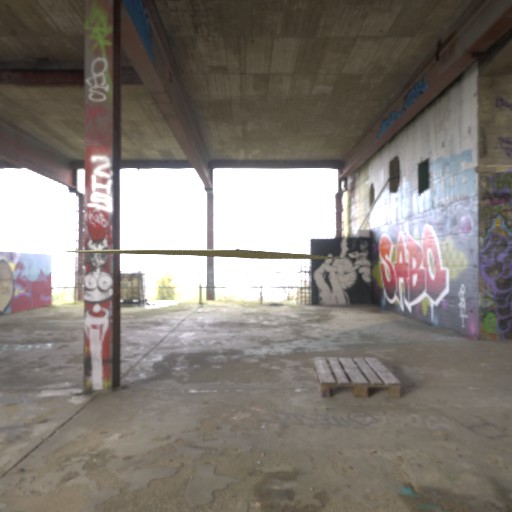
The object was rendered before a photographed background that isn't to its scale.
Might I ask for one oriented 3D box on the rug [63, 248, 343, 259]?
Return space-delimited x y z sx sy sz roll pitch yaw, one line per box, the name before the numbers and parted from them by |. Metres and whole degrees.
rug | 0.000 0.000 2.616 0.686 0.013 2.340 0 -1 19
